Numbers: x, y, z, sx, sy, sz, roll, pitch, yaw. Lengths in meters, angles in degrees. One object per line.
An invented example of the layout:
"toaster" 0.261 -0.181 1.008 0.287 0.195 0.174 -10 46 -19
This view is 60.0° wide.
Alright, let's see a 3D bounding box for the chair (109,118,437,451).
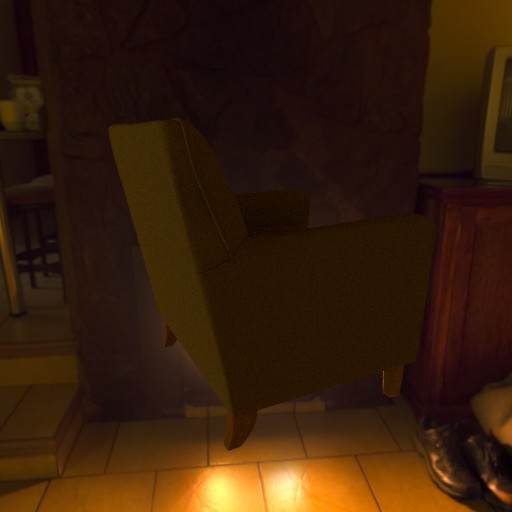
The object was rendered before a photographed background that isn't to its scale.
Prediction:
"chair" 0.000 0.000 1.575 0.831 0.911 0.836 -7 17 -25
